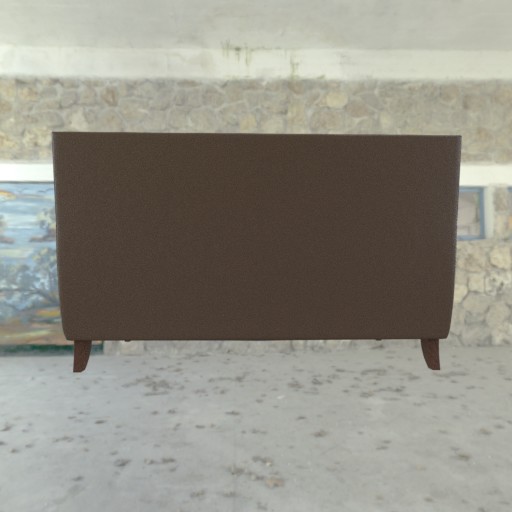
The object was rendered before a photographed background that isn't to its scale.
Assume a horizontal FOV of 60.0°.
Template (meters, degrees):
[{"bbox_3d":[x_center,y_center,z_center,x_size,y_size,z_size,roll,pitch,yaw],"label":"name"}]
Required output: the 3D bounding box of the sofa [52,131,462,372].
[{"bbox_3d":[0.000,0.000,1.983,1.468,0.859,0.853,0,-2,-2],"label":"sofa"}]
